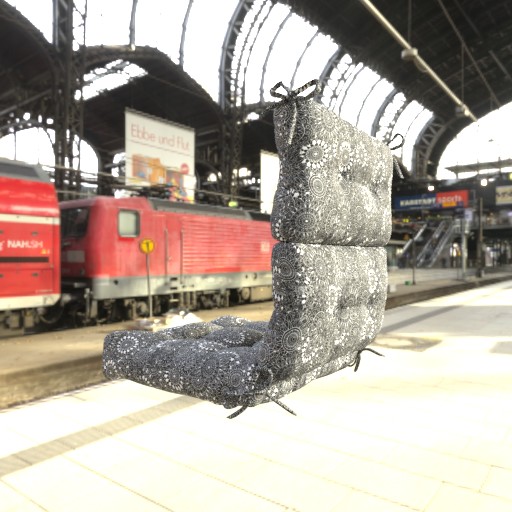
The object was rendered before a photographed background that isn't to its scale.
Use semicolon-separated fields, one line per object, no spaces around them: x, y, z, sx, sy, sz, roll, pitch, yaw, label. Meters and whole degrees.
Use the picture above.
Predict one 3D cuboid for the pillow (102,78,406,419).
0.000;0.000;1.049;0.571;0.605;0.519;0;0;35;pillow
